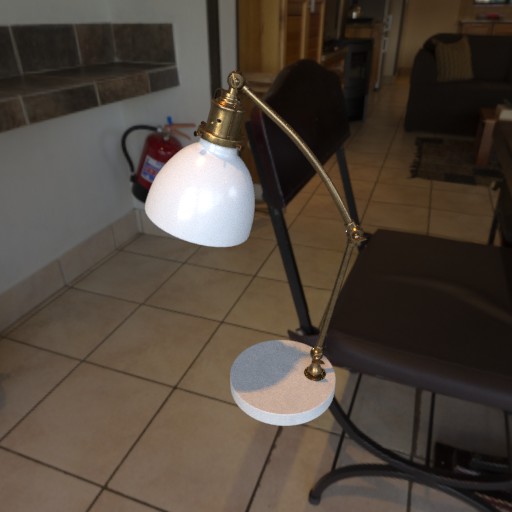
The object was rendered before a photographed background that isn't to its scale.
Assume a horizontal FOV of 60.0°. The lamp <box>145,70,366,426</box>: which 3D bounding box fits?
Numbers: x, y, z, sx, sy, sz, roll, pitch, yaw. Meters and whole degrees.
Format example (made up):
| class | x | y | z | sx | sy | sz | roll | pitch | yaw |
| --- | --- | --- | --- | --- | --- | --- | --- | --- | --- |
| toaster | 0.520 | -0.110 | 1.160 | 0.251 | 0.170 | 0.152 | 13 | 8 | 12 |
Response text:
| class | x | y | z | sx | sy | sz | roll | pitch | yaw |
| --- | --- | --- | --- | --- | --- | --- | --- | --- | --- |
| lamp | 0.000 | 0.000 | 0.674 | 0.317 | 0.522 | 0.186 | 1 | 28 | 1 |
